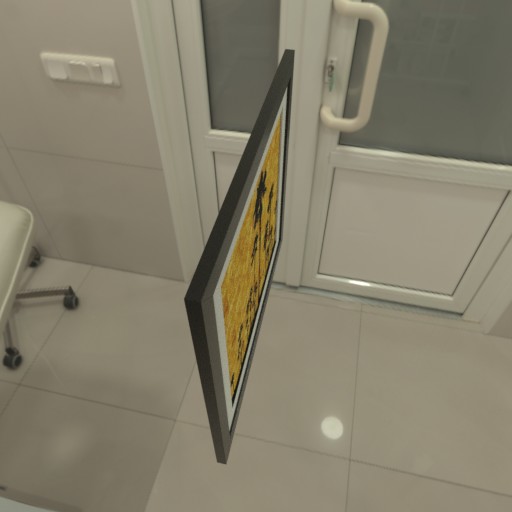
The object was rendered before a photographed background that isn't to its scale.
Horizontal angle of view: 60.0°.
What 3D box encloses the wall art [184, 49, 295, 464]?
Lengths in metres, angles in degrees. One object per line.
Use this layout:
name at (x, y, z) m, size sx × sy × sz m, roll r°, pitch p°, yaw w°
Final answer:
wall art at (0.000, 0.000, 0.534) m, size 0.012 × 0.332 × 0.383 m, roll 9°, pitch 49°, yaw 8°
